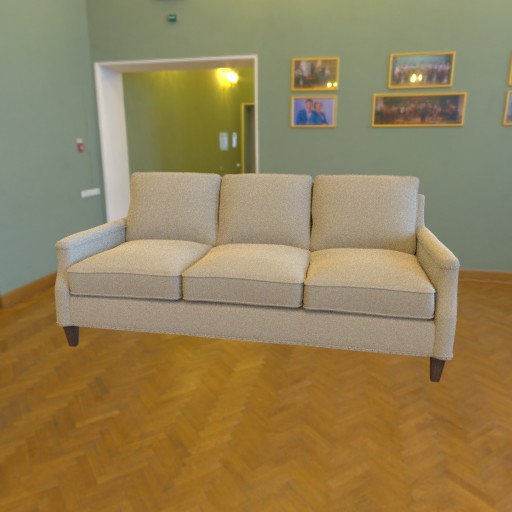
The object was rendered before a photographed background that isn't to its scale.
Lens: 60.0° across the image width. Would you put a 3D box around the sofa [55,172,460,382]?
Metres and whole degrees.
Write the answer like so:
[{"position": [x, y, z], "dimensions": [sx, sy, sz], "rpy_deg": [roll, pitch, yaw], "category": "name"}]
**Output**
[{"position": [0.000, 0.000, 2.855], "dimensions": [2.246, 1.003, 1.084], "rpy_deg": [3, 15, 11], "category": "sofa"}]
